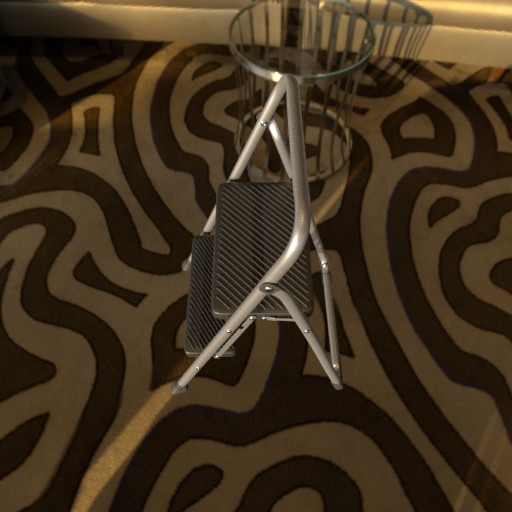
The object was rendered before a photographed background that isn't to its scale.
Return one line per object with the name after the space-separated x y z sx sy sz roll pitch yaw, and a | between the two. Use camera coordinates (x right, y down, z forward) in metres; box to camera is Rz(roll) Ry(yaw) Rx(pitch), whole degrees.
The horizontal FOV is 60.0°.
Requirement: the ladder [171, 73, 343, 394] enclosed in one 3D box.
0.000 0.000 1.020 0.472 0.720 0.430 0 57 0 | ladder
